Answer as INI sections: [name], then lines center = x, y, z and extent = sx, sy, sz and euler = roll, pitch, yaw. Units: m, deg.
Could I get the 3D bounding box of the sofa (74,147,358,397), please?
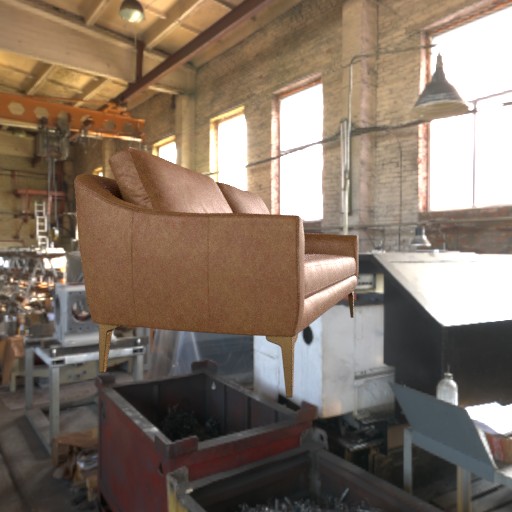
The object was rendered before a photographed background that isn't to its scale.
[sofa]
center = 0.000, 0.000, 2.570
extent = 0.981, 0.945, 2.036
euler = 0, 1, 19
